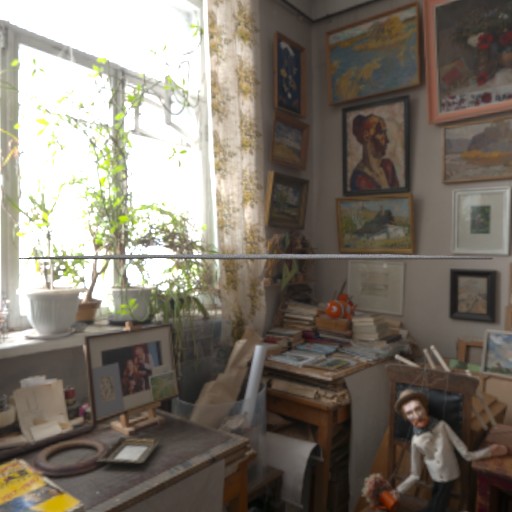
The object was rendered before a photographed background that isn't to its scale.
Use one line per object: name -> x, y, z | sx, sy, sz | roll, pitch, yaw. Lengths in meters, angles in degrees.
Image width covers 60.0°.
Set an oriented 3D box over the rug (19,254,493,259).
rug -> 0.000, 0.000, 4.347 | 3.359, 0.020, 2.448 | 0, 1, 0
